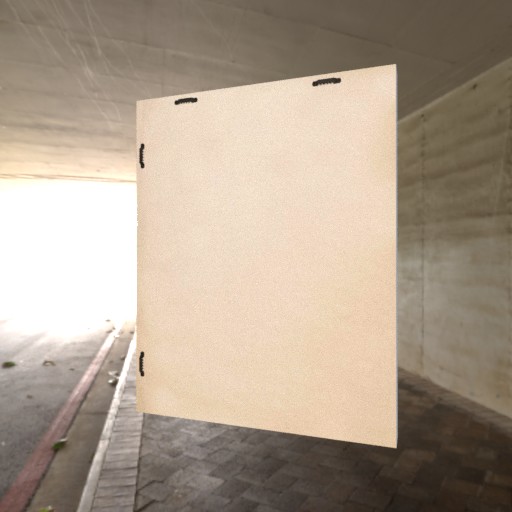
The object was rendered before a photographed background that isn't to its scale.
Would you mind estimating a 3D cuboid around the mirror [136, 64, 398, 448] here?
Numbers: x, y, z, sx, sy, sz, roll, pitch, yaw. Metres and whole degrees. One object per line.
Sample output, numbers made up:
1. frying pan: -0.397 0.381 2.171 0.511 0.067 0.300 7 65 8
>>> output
1. mirror: 0.000 0.000 0.669 0.405 0.508 0.041 0 0 20
